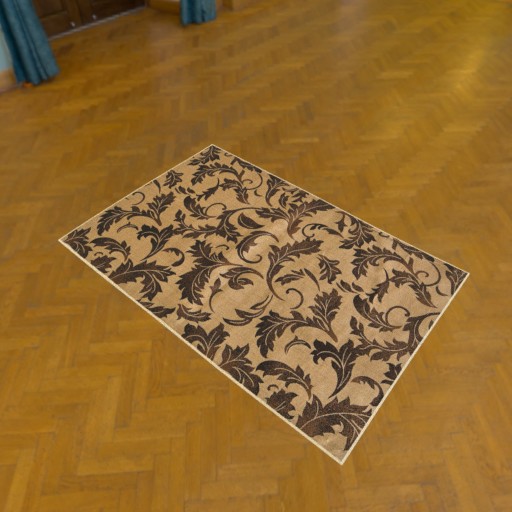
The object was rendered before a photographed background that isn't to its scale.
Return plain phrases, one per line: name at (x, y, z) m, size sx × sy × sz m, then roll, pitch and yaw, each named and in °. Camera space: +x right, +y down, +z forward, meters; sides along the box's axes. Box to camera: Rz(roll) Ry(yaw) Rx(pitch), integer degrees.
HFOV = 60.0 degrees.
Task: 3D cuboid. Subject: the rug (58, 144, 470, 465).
rug at (0.000, 0.000, 2.923) m, size 2.284 × 0.008 × 1.522 m, roll 32°, pitch 55°, yaw 26°
